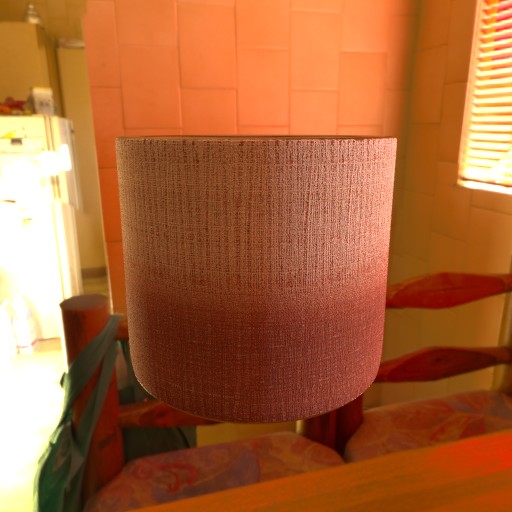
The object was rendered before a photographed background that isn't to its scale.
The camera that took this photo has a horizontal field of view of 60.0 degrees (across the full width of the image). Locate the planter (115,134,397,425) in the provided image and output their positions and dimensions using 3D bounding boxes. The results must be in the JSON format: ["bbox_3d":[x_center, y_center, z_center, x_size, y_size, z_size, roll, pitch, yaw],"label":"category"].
[{"bbox_3d":[0.000,0.000,0.383,0.221,0.201,0.221,0,16,0],"label":"planter"}]
